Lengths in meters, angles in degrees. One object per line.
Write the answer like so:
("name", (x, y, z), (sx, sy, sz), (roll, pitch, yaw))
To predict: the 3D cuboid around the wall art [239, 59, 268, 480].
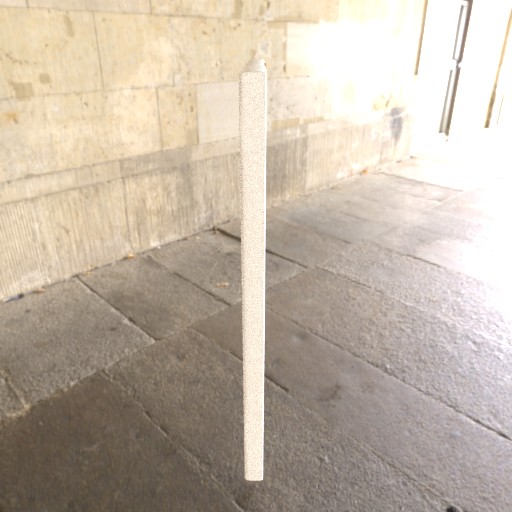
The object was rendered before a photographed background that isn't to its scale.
("wall art", (0.000, 0.000, 1.133), (0.048, 0.902, 0.602), (0, 26, 0))
